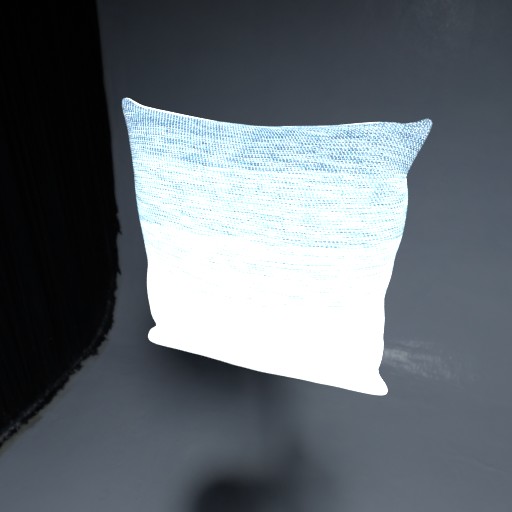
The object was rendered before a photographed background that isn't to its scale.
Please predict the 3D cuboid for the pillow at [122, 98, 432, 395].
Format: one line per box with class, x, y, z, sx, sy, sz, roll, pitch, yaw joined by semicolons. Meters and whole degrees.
pillow;0.000;0.000;0.676;0.440;0.441;0.182;9;28;18
